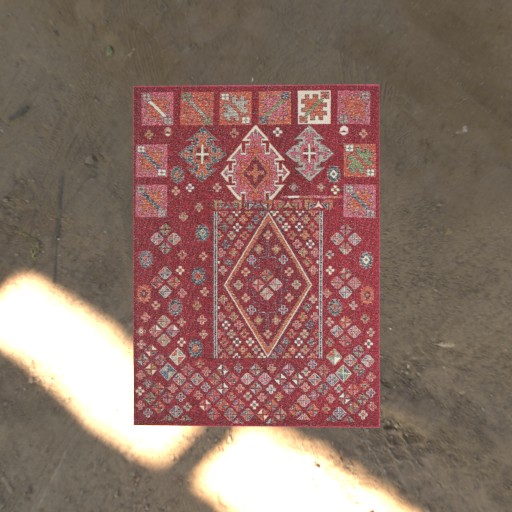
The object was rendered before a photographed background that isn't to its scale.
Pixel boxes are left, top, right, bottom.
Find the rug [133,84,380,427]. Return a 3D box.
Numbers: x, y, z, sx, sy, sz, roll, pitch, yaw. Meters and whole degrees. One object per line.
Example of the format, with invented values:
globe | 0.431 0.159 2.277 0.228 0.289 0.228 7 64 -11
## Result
rug | 0.000 0.000 4.293 2.389 0.011 3.306 0 90 1
